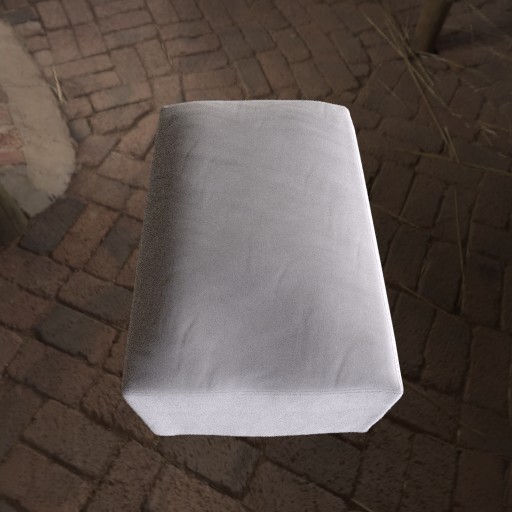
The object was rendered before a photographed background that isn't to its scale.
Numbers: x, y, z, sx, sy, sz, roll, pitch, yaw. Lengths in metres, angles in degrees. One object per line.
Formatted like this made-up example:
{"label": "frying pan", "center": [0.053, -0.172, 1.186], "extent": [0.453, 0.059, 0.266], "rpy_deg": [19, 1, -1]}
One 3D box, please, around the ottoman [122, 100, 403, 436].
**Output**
{"label": "ottoman", "center": [0.000, 0.000, 1.223], "extent": [0.590, 0.444, 0.872], "rpy_deg": [-1, 58, -1]}
